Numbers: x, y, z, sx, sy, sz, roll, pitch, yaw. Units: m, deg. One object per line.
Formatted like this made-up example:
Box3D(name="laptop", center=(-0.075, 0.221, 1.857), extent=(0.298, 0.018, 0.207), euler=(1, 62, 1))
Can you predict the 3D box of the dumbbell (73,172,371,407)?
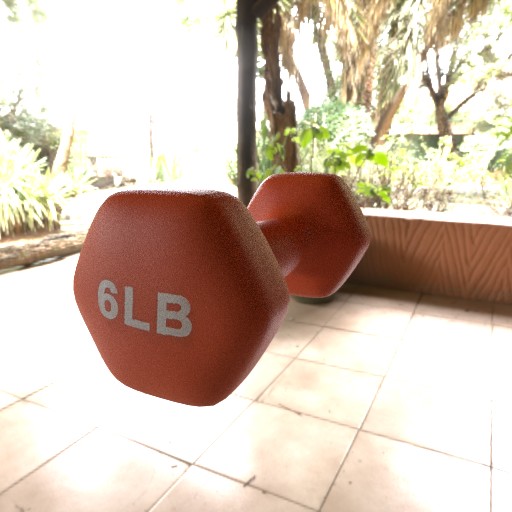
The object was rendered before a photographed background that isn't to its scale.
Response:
Box3D(name="dumbbell", center=(0.000, 0.000, 0.205), extent=(0.079, 0.071, 0.162), euler=(6, 15, 26))
